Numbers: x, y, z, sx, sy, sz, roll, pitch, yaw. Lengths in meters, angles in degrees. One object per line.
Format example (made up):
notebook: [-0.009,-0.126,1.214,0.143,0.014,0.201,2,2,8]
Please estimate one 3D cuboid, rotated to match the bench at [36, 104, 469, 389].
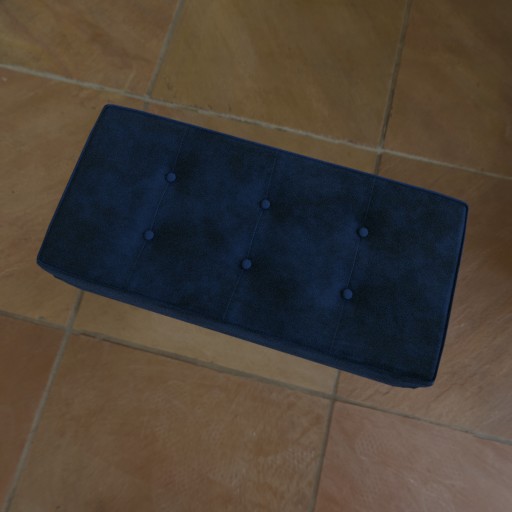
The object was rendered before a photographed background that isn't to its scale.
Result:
bench: [0.000,0.000,1.310,1.010,0.467,0.489,16,76,4]
